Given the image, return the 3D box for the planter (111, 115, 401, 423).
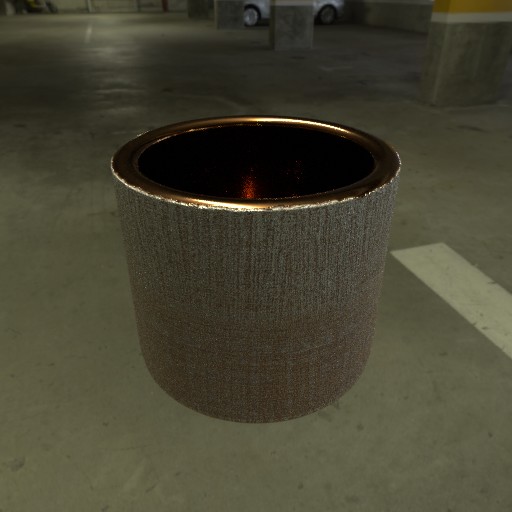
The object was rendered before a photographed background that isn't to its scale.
[{"bbox_3d":[0.000,0.000,0.315,0.177,0.157,0.177,0,31,0],"label":"planter"}]
